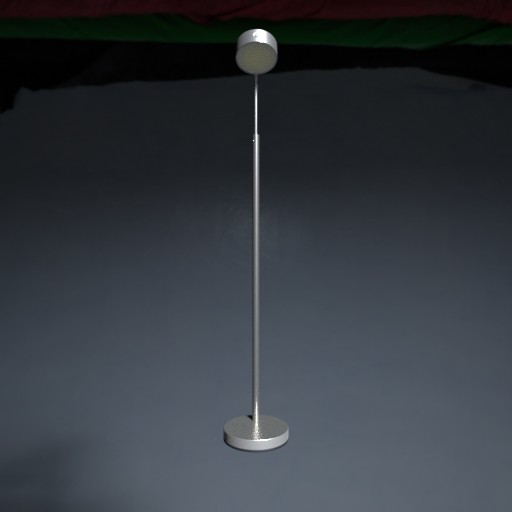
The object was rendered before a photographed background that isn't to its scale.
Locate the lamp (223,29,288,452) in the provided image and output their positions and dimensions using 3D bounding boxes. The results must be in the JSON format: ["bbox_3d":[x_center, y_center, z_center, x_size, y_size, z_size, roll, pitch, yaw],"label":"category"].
[{"bbox_3d":[0.000,0.000,1.416,0.222,1.250,0.421,0,0,0],"label":"lamp"}]
